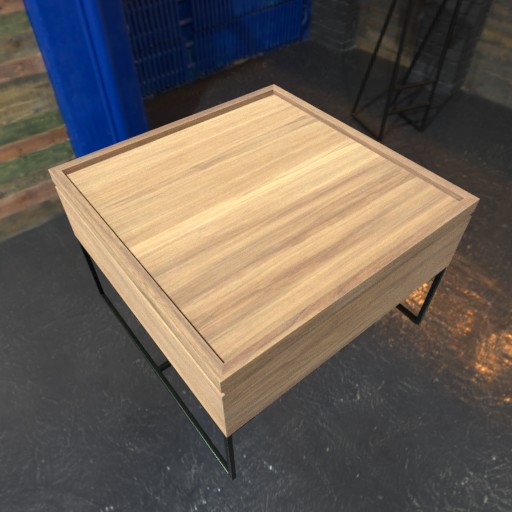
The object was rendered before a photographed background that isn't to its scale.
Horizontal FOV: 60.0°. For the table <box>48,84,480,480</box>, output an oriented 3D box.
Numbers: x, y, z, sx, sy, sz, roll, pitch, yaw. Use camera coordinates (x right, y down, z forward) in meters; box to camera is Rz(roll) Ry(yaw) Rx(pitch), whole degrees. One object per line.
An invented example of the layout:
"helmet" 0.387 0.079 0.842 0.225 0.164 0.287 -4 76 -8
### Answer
"table" 0.000 0.000 1.145 0.679 0.464 0.676 -30 54 -25
